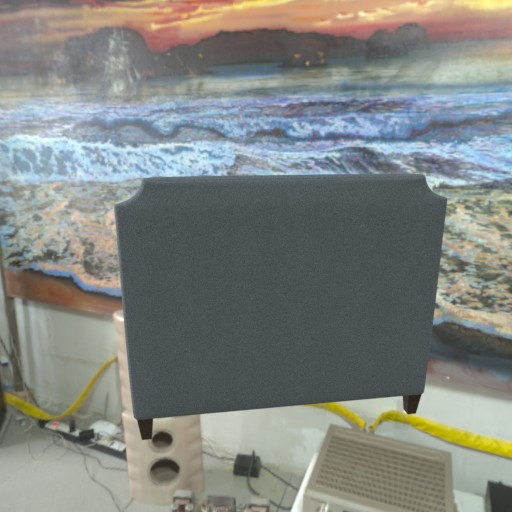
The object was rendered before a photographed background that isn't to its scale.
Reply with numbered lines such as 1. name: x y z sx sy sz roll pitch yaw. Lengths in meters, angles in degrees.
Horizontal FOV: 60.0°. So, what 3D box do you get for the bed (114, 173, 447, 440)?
1. bed: 0.000 0.000 3.465 1.712 1.443 2.372 -2 15 -8
